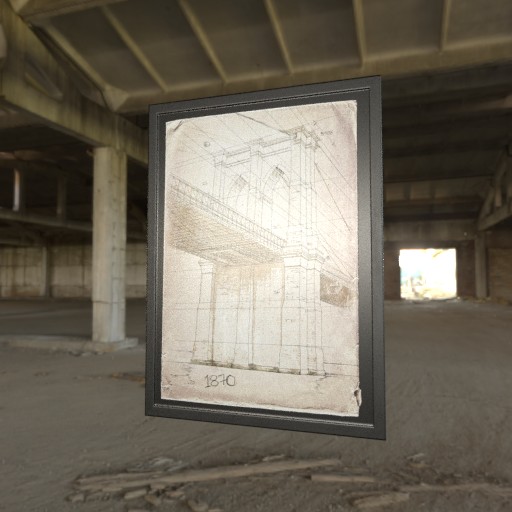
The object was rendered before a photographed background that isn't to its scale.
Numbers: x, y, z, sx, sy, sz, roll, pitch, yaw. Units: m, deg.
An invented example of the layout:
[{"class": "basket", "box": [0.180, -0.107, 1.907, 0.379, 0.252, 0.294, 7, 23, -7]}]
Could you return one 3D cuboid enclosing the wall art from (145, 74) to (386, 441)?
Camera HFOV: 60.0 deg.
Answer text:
[{"class": "wall art", "box": [0.000, 0.000, 1.280, 0.707, 0.967, 0.013, -1, -3, 17]}]
